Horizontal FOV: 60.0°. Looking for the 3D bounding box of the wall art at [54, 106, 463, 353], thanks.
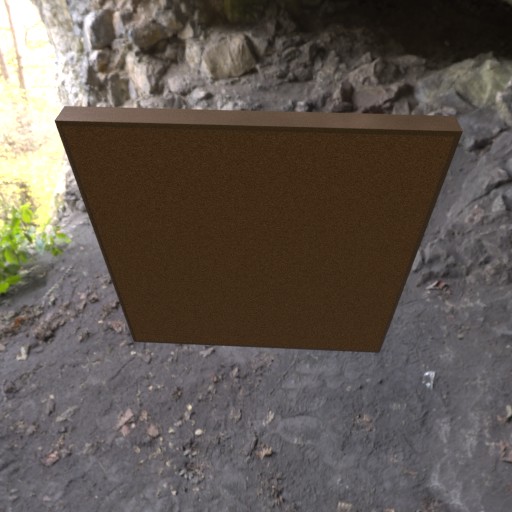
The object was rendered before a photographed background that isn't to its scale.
[{"bbox_3d":[0.000,0.000,0.752,0.513,0.511,0.038,2,46,2],"label":"wall art"}]
